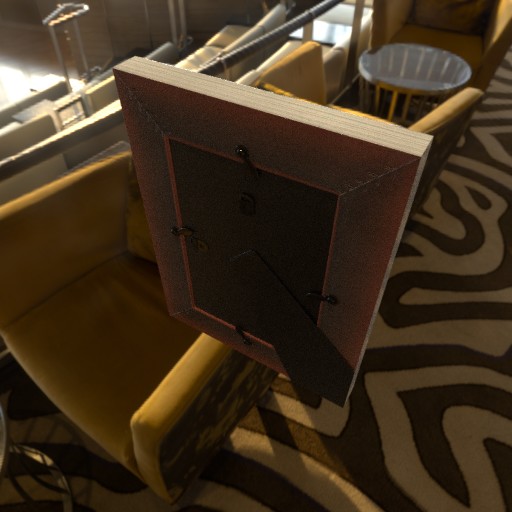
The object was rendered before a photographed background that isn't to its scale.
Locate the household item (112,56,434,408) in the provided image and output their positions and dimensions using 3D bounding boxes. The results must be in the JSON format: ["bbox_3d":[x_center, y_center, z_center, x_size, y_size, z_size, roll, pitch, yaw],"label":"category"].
[{"bbox_3d":[0.000,0.000,0.288,0.165,0.216,0.025,23,50,21],"label":"household item"}]
